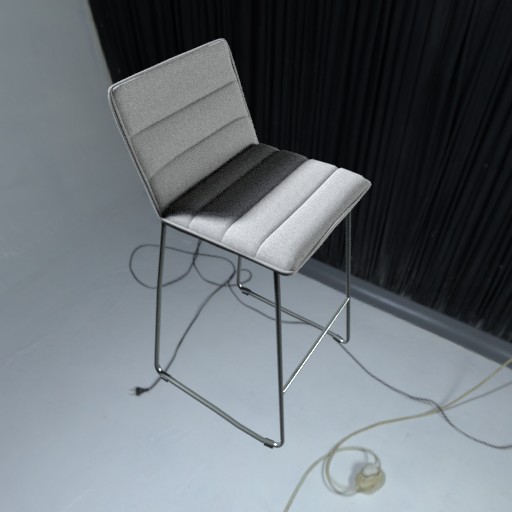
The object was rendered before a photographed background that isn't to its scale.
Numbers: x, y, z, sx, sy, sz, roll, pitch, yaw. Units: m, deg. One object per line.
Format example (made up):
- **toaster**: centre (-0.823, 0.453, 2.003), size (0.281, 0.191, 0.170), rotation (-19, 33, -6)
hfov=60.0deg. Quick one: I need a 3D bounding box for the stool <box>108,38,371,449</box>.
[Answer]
- **stool**: centre (0.000, 0.000, 1.211), size (0.490, 0.960, 0.490), rotation (25, 48, 24)
